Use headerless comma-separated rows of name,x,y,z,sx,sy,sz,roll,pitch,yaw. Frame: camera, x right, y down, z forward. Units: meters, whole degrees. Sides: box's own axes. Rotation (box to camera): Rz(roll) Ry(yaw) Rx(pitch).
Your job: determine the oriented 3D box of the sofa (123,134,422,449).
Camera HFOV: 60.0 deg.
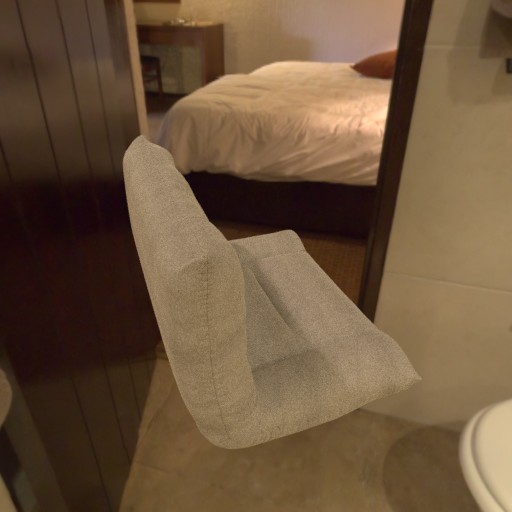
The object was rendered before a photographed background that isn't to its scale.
sofa,0.000,0.000,1.716,0.847,0.795,1.144,-11,33,-17
